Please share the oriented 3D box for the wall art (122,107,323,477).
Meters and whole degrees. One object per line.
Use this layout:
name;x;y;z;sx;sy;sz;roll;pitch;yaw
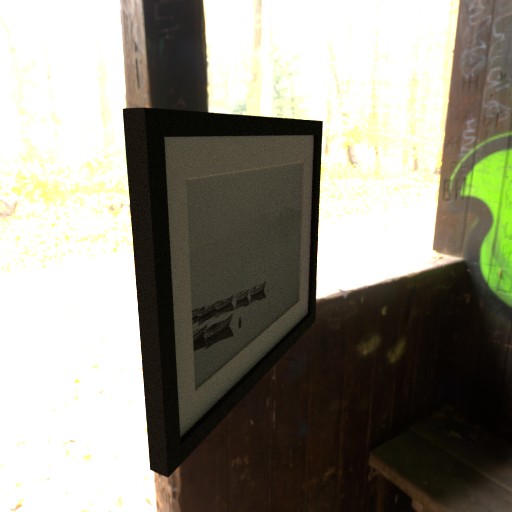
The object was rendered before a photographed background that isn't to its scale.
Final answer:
wall art;0.000;0.000;0.756;0.030;0.454;0.554;8;17;26
